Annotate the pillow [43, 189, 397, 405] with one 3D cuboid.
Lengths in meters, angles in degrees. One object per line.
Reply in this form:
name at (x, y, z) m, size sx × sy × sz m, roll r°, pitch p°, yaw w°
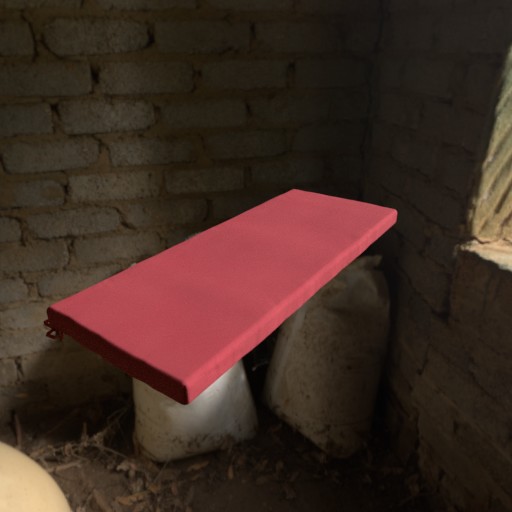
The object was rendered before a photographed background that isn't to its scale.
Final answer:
pillow at (0.000, 0.000, 1.363) m, size 0.492 × 0.081 × 1.187 m, roll 17°, pitch 31°, yaw 31°
